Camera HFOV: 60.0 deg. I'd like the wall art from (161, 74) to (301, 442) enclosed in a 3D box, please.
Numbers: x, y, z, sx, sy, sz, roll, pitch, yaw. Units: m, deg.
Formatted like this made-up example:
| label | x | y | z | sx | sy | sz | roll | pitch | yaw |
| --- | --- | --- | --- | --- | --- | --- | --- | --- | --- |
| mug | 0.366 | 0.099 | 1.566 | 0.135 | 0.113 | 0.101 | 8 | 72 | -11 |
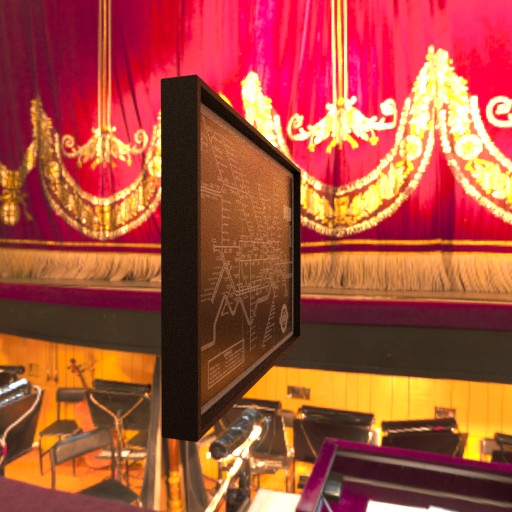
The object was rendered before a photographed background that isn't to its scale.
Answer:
| label | x | y | z | sx | sy | sz | roll | pitch | yaw |
| --- | --- | --- | --- | --- | --- | --- | --- | --- | --- |
| wall art | 0.000 | 0.000 | 0.877 | 0.051 | 0.456 | 0.671 | 0 | 1 | 17 |
